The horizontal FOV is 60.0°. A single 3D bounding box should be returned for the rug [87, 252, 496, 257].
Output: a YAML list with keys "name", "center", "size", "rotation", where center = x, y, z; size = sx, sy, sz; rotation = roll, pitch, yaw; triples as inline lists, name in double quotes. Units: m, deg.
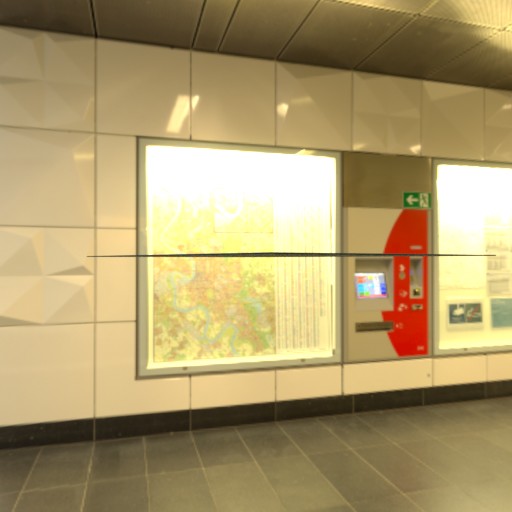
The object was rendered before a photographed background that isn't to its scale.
- name: "rug"
  center: [0.000, 0.000, 2.268]
  size: [1.200, 0.005, 1.819]
  rotation: [0, -1, -36]
